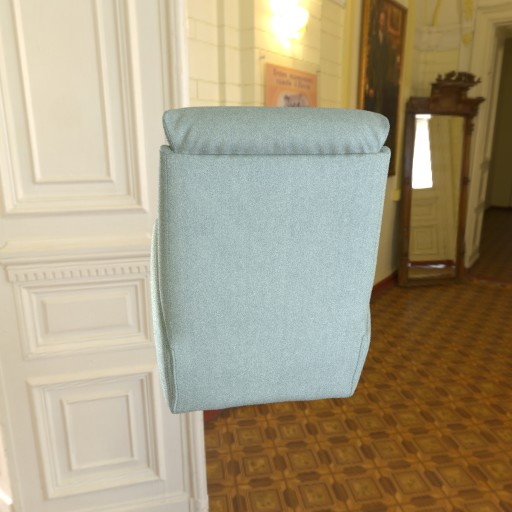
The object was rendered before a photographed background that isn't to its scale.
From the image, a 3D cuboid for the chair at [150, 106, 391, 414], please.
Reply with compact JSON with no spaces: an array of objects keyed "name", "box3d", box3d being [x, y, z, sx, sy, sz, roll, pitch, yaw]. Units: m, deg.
[{"name":"chair","box3d":[0.000,0.000,1.668,0.812,1.013,0.940,-2,15,-9]}]
